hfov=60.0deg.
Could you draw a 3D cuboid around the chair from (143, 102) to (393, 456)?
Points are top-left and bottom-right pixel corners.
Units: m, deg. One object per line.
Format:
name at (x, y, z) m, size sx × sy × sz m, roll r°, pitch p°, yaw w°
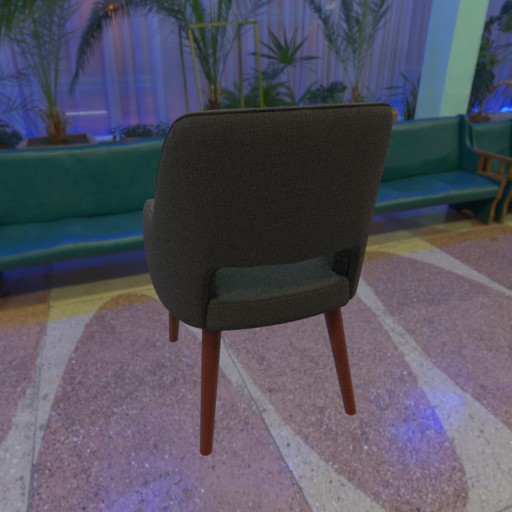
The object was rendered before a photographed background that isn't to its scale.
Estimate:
chair at (0.000, 0.000, 1.184) m, size 0.559 × 0.838 × 0.560 m, roll -9°, pitch 28°, yaw -16°
